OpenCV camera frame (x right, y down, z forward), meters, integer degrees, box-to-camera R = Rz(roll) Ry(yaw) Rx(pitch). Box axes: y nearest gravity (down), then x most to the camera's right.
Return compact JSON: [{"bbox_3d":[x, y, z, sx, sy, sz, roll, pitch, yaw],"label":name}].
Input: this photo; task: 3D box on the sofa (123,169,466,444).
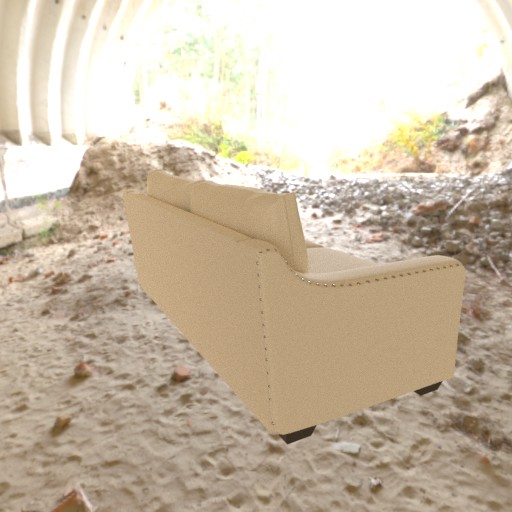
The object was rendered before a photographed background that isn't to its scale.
[{"bbox_3d":[0.000,0.000,2.298,0.949,0.830,1.812,-8,16,-27],"label":"sofa"}]
